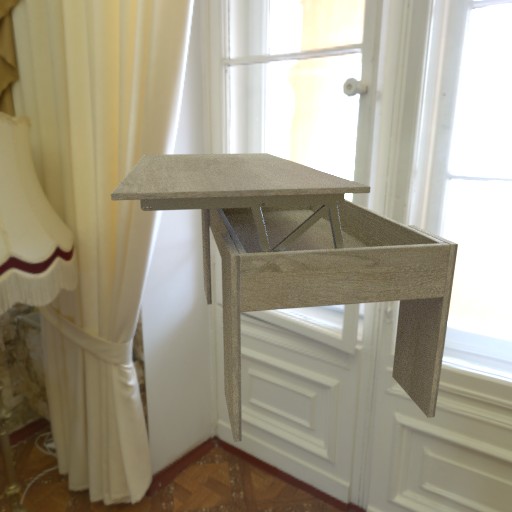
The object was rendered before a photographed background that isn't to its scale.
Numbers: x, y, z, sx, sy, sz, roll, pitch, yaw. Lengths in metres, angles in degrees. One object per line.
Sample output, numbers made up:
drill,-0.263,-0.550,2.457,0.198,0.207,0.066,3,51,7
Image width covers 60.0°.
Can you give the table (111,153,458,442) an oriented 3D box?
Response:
table,0.000,0.000,1.408,0.711,0.570,1.000,-3,17,-10
